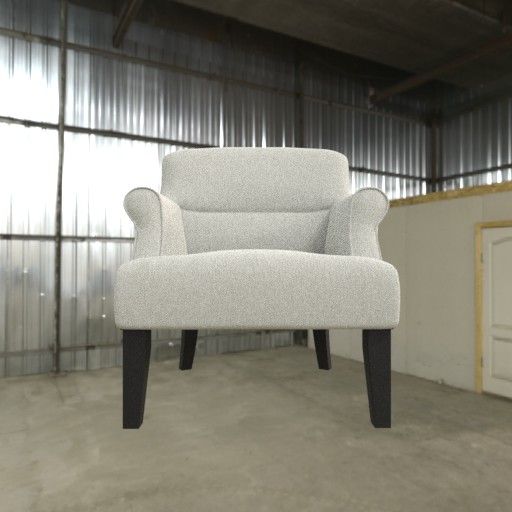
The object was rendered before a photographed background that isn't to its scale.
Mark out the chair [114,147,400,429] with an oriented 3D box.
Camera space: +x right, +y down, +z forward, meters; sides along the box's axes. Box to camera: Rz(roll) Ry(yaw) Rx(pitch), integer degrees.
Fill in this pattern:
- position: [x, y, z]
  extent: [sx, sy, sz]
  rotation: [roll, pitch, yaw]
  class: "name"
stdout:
- position: [0.000, 0.000, 1.462]
  extent: [0.781, 0.875, 0.750]
  rotation: [0, 0, -1]
  class: "chair"
